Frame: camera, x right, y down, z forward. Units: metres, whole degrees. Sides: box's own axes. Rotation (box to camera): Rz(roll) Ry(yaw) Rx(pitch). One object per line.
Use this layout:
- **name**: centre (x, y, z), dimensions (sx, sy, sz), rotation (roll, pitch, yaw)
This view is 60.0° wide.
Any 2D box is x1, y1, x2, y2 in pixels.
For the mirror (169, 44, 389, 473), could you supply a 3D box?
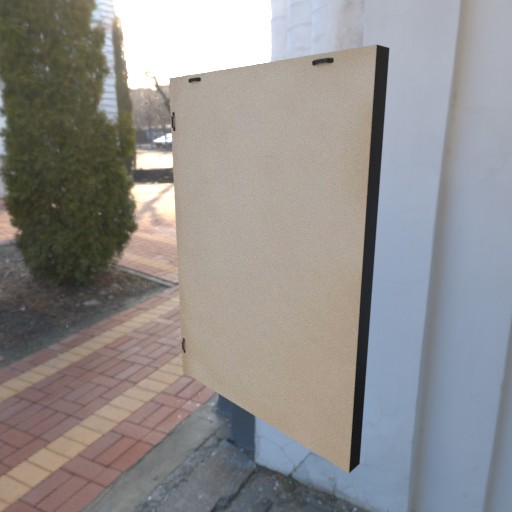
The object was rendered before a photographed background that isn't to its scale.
- **mirror**: centre (0.000, 0.000, 0.891), dimensions (0.040, 0.710, 0.507), rotation (-14, 21, -43)
